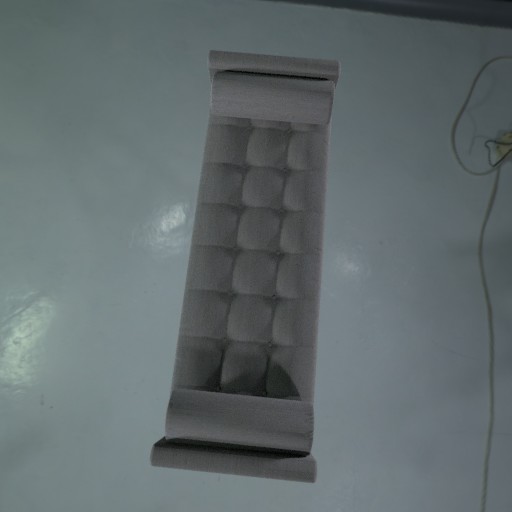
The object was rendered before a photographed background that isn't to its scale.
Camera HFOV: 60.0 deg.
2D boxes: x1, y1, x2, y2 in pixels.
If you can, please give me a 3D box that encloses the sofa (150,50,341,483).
[{"bbox_3d":[0.000,0.000,2.311,0.686,0.635,1.981,5,76,1],"label":"sofa"}]
